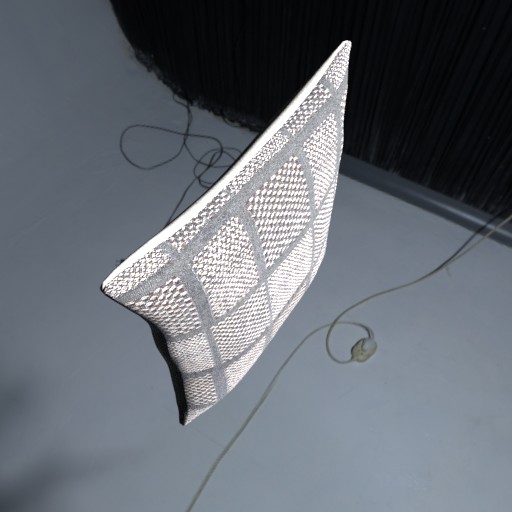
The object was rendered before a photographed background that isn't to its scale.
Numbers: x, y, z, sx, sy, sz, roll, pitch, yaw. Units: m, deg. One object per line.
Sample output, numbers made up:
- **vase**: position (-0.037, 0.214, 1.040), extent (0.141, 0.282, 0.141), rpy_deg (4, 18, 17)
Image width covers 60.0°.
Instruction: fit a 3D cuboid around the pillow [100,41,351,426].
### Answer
- **pillow**: position (0.000, 0.000, 0.631), extent (0.138, 0.432, 0.435), rpy_deg (29, 61, 18)
